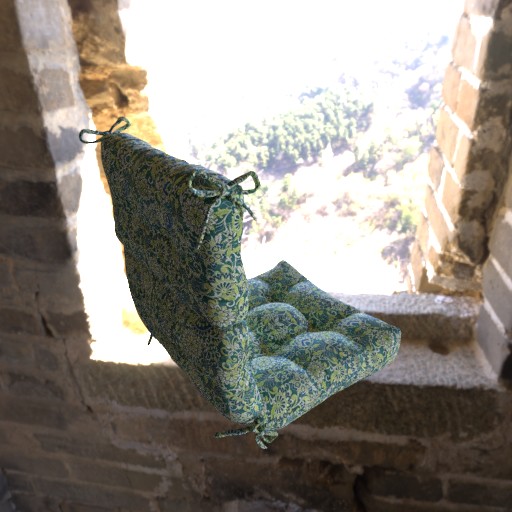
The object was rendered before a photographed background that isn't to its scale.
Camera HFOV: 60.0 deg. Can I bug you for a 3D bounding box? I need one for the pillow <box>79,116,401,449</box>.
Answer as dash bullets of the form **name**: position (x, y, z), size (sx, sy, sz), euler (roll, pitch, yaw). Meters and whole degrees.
- **pillow**: position (0.000, 0.000, 1.022), size (0.571, 0.605, 0.519), euler (-18, 32, -32)
